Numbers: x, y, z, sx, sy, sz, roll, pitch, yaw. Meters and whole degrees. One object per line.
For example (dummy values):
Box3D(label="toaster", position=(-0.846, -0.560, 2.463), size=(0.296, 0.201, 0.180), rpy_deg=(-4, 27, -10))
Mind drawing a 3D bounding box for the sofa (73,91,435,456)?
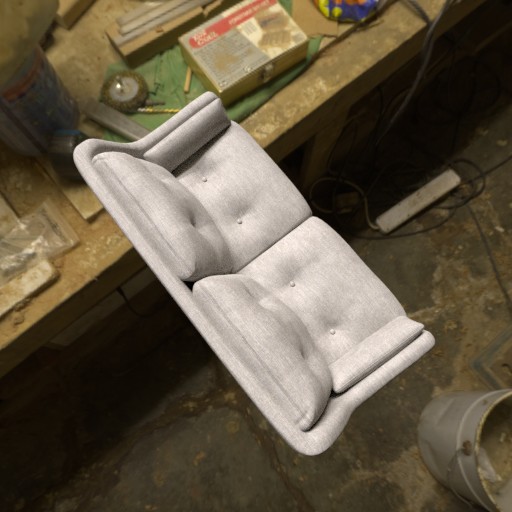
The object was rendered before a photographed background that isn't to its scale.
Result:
Box3D(label="sofa", position=(0.000, 0.000, 2.485), size=(0.976, 0.897, 1.930), rpy_deg=(-38, 78, -9))
